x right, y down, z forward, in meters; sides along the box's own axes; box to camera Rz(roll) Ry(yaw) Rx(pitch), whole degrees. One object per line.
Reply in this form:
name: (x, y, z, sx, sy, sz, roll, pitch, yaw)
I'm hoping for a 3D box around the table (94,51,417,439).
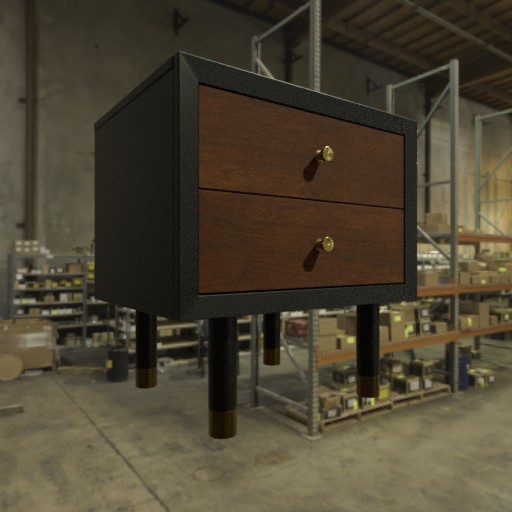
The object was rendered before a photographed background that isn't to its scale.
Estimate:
table: (0.000, 0.000, 0.961, 0.564, 0.584, 0.441, 0, 0, -35)
